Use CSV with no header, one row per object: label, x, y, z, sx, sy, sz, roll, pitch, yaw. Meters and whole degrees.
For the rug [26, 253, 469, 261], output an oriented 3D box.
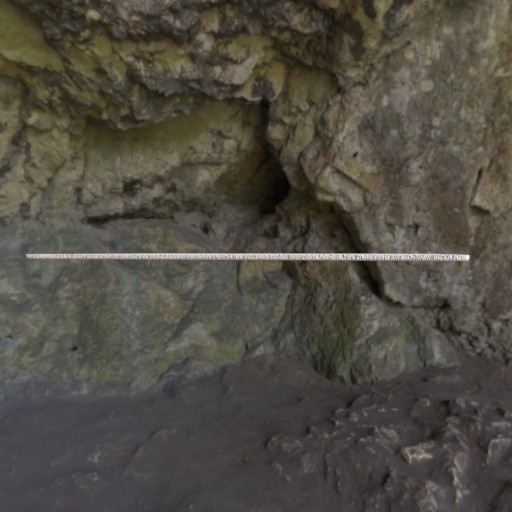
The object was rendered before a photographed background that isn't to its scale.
rug,0.000,0.000,2.912,2.349,0.026,1.500,0,0,17
